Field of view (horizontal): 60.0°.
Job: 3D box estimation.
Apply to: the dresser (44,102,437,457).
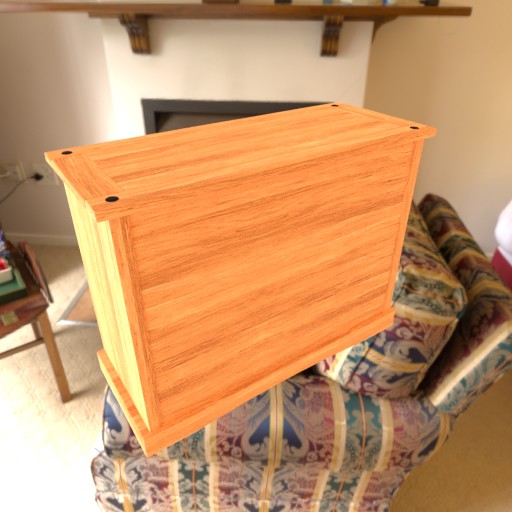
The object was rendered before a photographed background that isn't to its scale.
[{"bbox_3d":[0.000,0.000,1.381,0.990,0.740,0.410,-20,36,-29],"label":"dresser"}]
